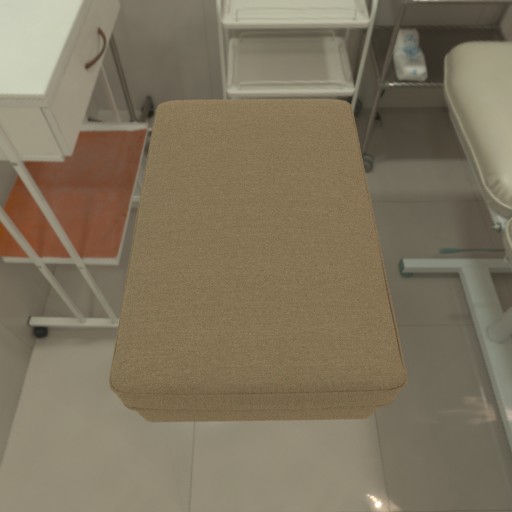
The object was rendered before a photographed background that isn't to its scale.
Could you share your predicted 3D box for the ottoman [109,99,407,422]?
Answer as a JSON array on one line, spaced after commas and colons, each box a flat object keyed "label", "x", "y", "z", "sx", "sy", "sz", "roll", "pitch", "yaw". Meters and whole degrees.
[{"label": "ottoman", "x": 0.000, "y": 0.000, "z": 1.314, "sx": 0.636, "sy": 0.521, "sz": 0.945, "roll": -1, "pitch": 57, "yaw": 0}]
